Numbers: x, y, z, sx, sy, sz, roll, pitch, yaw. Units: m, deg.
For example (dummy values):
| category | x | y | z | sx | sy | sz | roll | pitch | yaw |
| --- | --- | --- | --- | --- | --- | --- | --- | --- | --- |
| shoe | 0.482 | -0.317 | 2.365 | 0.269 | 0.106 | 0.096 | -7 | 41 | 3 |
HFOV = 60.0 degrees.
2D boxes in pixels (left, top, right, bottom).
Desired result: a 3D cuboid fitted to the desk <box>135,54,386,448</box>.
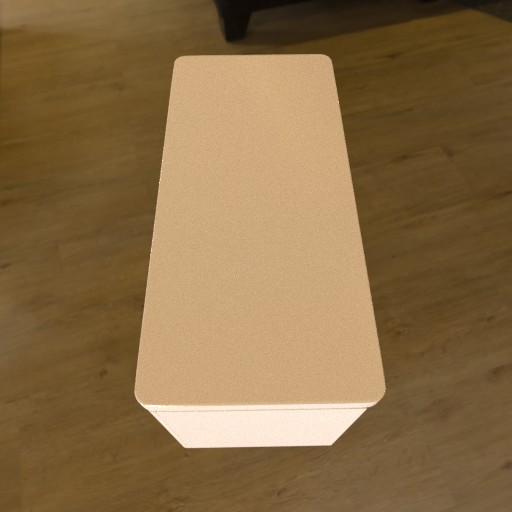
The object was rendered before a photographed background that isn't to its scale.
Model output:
| category | x | y | z | sx | sy | sz | roll | pitch | yaw |
| --- | --- | --- | --- | --- | --- | --- | --- | --- | --- |
| desk | 0.000 | 0.000 | 1.582 | 0.550 | 0.760 | 1.200 | -1 | 59 | -1 |
